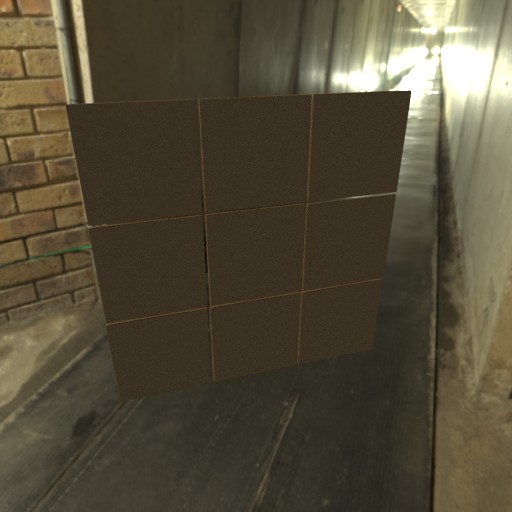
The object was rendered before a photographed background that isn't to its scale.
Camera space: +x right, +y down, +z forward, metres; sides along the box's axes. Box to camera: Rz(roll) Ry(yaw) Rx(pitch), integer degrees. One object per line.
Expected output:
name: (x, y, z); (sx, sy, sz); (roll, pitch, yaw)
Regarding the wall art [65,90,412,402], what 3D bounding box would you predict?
wall art: (0.000, 0.000, 1.344); (0.919, 0.917, 0.010); (-8, 28, -15)
